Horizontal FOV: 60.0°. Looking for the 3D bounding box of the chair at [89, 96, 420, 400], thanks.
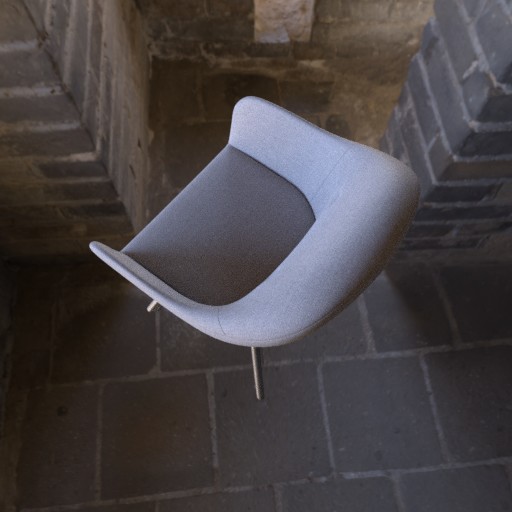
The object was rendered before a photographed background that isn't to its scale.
[{"bbox_3d":[0.000,0.000,1.127,0.570,0.780,0.540,35,69,15],"label":"chair"}]
